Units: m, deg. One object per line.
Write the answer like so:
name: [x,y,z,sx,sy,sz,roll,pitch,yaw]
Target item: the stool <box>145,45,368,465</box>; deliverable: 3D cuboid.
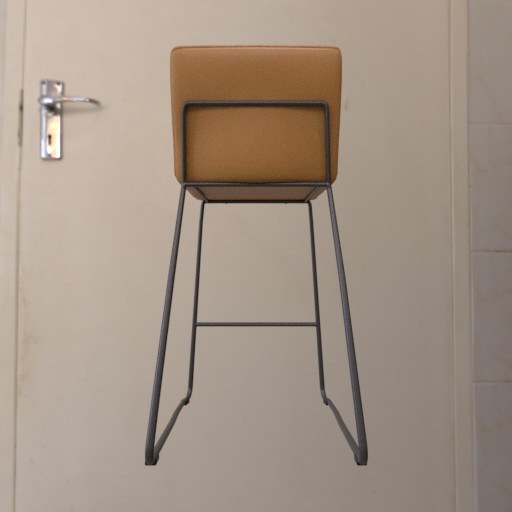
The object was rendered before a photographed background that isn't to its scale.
stool: [0.000,0.000,1.219,0.489,0.936,0.524,0,-2,0]
